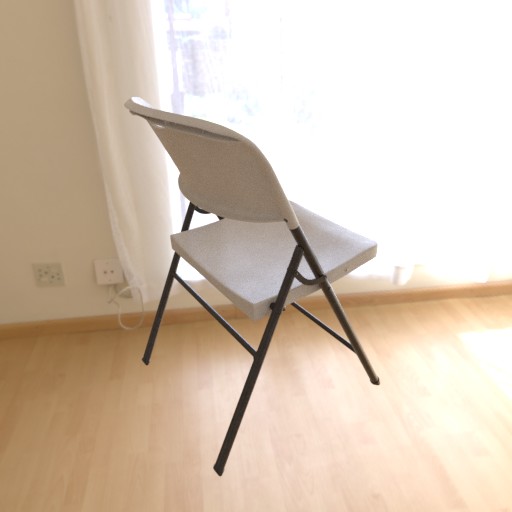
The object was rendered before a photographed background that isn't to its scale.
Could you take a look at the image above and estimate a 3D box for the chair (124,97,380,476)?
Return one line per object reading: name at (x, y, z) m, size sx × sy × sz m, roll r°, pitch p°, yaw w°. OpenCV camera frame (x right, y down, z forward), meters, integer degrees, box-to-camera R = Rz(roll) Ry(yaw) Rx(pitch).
chair at (0.000, 0.000, 1.169) m, size 0.566 × 0.810 × 0.494 m, roll -17°, pitch 32°, yaw -30°
